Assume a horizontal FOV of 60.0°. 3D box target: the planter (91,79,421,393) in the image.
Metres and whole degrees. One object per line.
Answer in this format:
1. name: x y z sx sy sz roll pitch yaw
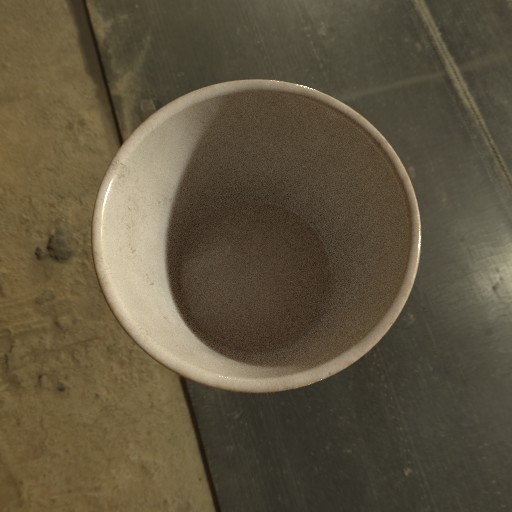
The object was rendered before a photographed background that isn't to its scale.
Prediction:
1. planter: 0.000 0.000 0.220 0.126 0.104 0.126 0 75 0
